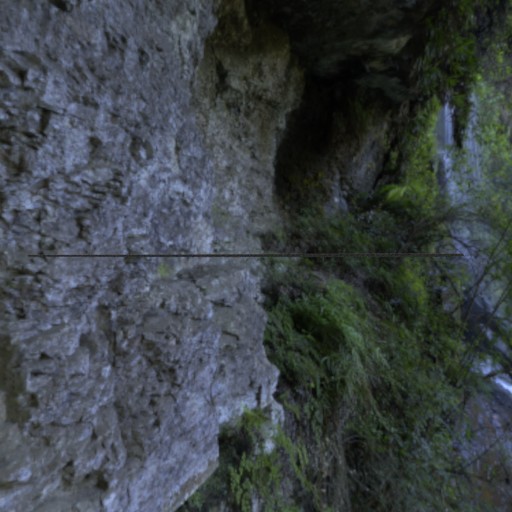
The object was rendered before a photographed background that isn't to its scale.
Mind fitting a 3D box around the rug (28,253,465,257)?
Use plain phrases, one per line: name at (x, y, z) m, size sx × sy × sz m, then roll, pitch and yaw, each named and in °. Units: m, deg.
rug at (0.000, 0.000, 3.047) m, size 2.444 × 0.012 × 1.526 m, roll 0°, pitch 0°, yaw 19°
